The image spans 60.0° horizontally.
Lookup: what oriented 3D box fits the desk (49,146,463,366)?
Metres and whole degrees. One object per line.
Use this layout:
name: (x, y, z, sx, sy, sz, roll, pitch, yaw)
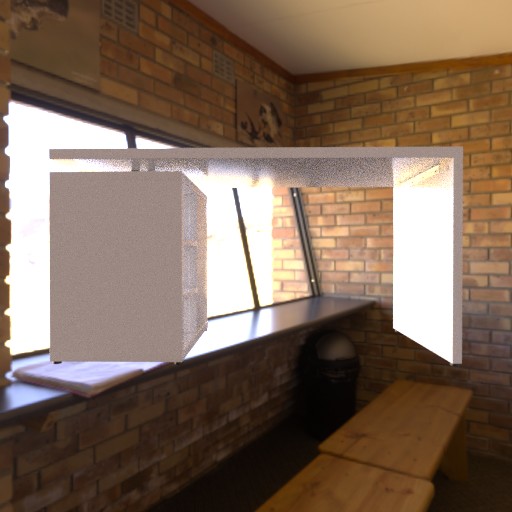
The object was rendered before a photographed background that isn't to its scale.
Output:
desk: (0.000, 0.000, 1.846, 1.400, 0.740, 0.690, 0, 1, 1)
